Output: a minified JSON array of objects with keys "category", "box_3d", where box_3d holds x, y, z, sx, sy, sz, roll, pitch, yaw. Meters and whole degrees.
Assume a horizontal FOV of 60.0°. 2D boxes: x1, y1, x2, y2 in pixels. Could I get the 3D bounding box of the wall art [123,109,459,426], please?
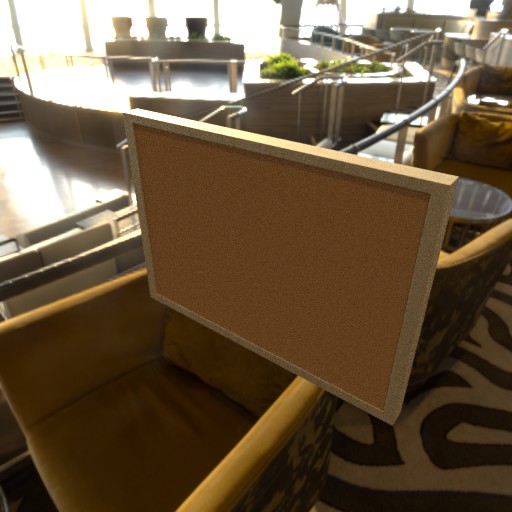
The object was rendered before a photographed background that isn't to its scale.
[{"category":"wall art","box_3d":[0.000,0.000,0.708,0.532,0.380,0.032,21,37,31]}]
